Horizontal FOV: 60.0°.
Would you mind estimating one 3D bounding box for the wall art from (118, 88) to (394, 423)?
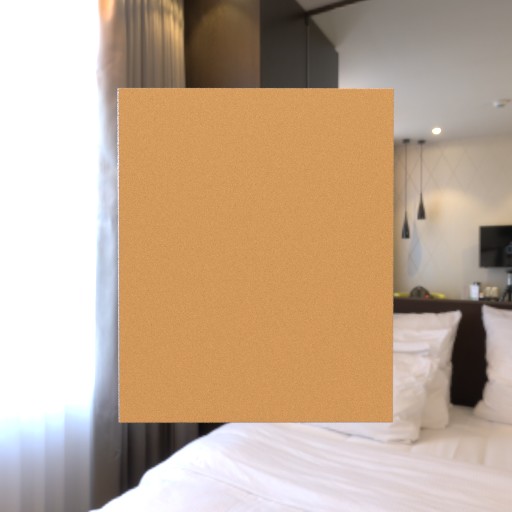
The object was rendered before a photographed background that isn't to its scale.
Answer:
[{"bbox_3d":[0.000,0.000,0.747,0.452,0.549,0.038,0,1,0],"label":"wall art"}]
